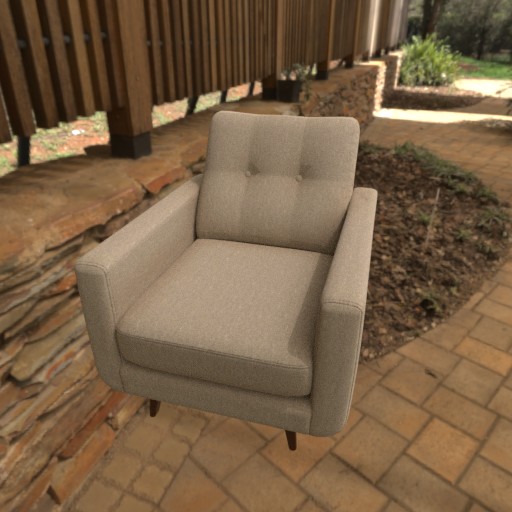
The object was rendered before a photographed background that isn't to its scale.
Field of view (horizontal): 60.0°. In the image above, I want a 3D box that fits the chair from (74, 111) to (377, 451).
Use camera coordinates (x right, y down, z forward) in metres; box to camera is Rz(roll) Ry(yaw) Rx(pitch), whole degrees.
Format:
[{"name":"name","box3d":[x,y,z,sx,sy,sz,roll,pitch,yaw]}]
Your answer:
[{"name":"chair","box3d":[0.000,0.000,1.791,0.897,0.965,1.128,8,28,14]}]
